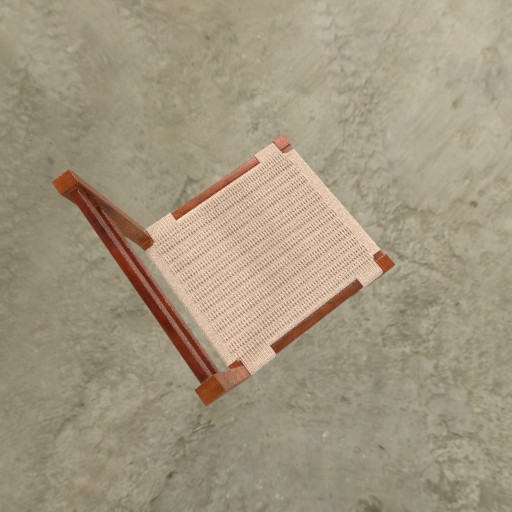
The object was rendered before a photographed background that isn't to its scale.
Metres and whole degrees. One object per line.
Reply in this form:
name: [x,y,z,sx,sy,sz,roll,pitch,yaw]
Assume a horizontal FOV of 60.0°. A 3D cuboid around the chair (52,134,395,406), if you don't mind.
chair: [0.000,0.000,1.210,0.569,0.851,0.495,-36,77,-9]
